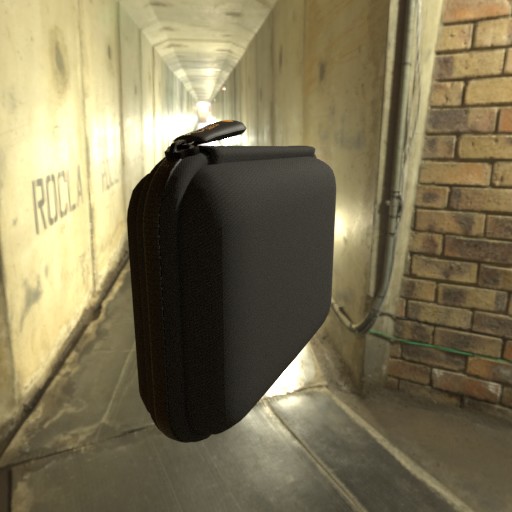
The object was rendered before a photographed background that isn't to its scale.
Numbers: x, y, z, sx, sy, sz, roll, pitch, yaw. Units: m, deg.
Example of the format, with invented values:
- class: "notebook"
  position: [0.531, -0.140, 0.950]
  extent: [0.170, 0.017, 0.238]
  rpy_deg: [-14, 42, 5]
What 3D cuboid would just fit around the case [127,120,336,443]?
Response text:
- class: "case"
  position: [0.000, 0.000, 0.182]
  extent: [0.038, 0.105, 0.132]
  rpy_deg: [7, 16, 25]
